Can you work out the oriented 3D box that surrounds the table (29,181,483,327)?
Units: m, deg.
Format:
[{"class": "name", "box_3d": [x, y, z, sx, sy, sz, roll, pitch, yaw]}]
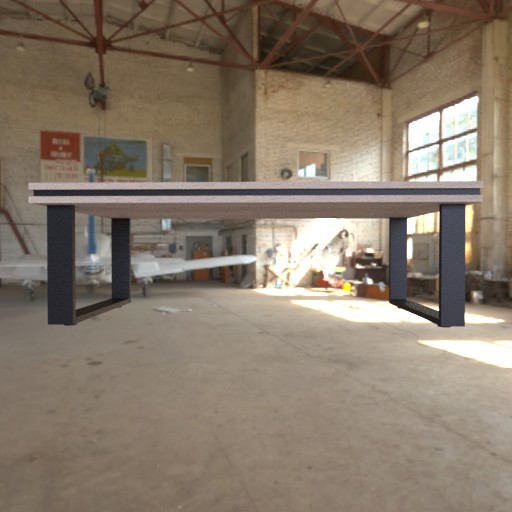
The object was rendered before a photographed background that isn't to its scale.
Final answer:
[{"class": "table", "box_3d": [0.000, 0.000, 1.669, 1.350, 0.450, 0.700, 0, 1, 2]}]
